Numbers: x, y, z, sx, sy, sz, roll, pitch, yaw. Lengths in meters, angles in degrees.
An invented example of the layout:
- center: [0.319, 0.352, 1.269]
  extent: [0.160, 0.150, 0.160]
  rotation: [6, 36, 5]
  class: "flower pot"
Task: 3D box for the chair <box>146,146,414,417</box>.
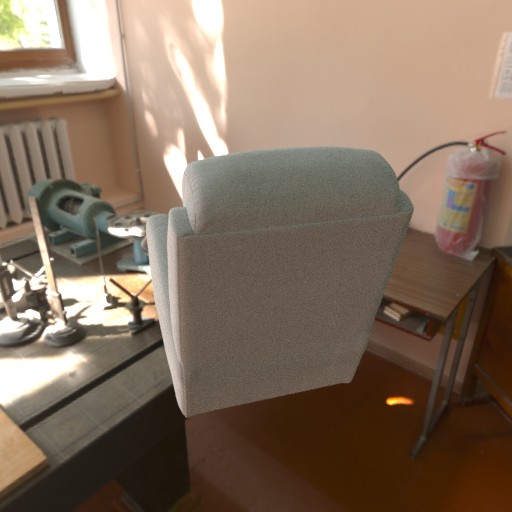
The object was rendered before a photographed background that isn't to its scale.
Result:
- center: [0.000, 0.000, 1.741]
  extent: [0.798, 1.013, 1.043]
  rotation: [-7, 27, -14]
  class: "chair"
